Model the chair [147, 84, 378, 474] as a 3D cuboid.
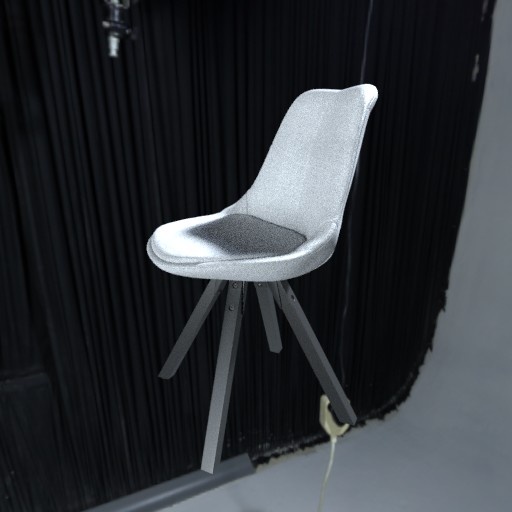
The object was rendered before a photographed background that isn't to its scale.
[{"bbox_3d":[0.000,0.000,1.172,0.550,0.850,0.485,-8,19,-24],"label":"chair"}]
